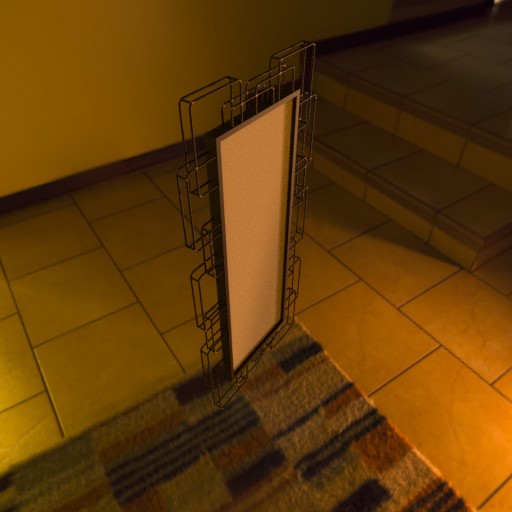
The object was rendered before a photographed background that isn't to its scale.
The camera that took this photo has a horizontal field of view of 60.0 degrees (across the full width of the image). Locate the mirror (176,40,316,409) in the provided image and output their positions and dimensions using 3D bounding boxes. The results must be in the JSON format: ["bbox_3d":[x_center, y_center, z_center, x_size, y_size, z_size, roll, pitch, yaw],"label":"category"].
[{"bbox_3d":[0.000,0.000,1.436,0.037,1.192,0.565,26,48,26],"label":"mirror"}]
